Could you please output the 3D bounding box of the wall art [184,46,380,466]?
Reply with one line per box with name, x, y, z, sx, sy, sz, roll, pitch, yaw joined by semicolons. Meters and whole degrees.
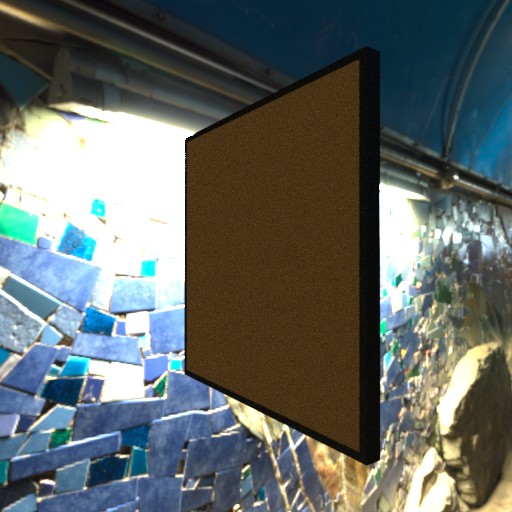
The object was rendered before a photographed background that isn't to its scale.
wall art;0.000;0.000;1.129;0.038;0.763;0.763;0;0;-35
